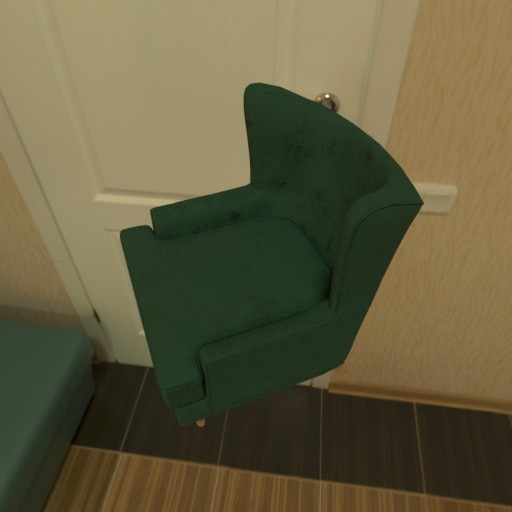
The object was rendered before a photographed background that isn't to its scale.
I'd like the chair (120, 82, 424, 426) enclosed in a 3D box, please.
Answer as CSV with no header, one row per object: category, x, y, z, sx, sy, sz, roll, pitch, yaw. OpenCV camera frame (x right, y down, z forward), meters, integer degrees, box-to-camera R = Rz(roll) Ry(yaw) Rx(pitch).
chair,0.000,0.000,1.642,0.910,0.952,0.793,-16,48,-15
